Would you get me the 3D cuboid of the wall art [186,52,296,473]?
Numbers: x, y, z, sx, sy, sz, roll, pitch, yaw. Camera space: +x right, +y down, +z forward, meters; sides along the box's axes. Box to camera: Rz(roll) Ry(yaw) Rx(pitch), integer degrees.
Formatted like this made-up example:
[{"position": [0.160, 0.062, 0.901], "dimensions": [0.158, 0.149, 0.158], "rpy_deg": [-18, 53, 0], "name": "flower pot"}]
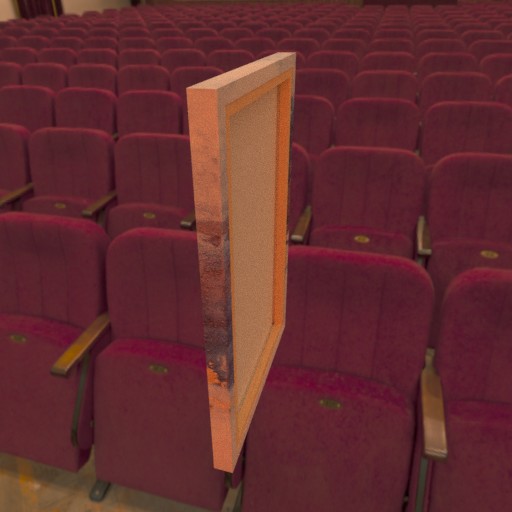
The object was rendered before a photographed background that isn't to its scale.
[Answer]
[{"position": [0.000, 0.000, 1.100], "dimensions": [0.048, 0.874, 0.583], "rpy_deg": [8, 30, 14], "name": "wall art"}]
